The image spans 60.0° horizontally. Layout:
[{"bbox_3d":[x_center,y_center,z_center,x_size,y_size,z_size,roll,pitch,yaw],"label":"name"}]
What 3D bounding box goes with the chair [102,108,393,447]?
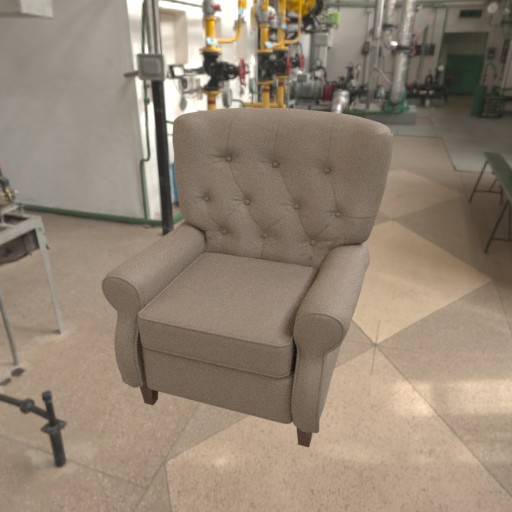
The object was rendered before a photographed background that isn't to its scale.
[{"bbox_3d":[0.000,0.000,1.925,0.999,1.138,1.041,8,27,17],"label":"chair"}]
